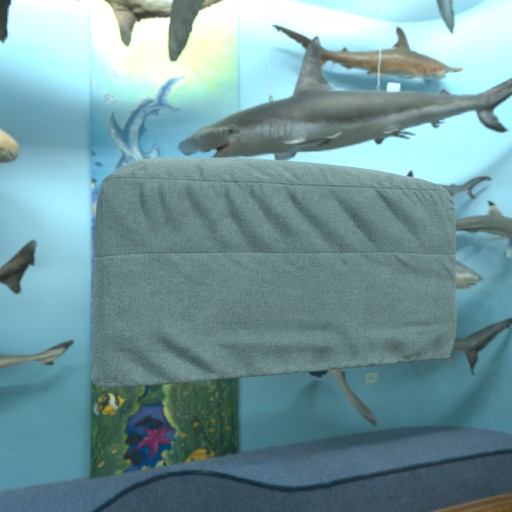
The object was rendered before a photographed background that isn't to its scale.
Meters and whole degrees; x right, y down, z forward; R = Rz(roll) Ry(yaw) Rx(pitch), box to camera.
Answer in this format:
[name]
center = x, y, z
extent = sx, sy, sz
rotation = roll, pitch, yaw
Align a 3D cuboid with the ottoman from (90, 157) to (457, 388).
[ottoman]
center = 0.000, 0.000, 1.225
extent = 0.837, 0.481, 0.683
rotation = 0, 0, -17
